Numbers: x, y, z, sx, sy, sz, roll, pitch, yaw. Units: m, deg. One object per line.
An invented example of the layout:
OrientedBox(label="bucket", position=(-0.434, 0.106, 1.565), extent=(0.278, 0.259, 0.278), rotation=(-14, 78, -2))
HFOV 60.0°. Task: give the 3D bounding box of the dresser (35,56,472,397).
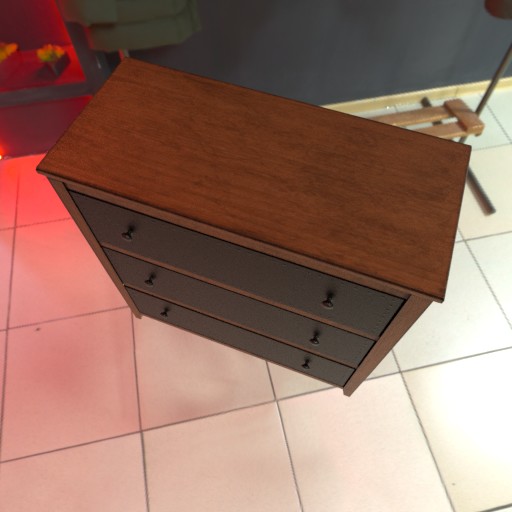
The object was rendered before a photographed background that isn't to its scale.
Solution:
OrientedBox(label="dresser", position=(0.000, 0.000, 1.908), extent=(1.250, 1.224, 0.591), rotation=(18, 62, 10))
